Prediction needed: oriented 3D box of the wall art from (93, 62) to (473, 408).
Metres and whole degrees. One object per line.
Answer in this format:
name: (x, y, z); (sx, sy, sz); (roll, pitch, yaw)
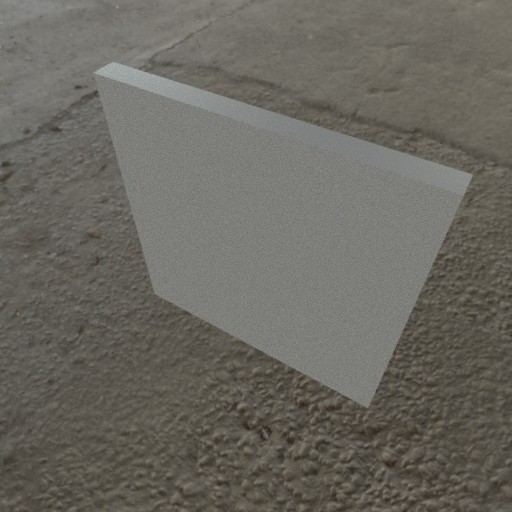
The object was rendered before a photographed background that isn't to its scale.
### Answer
wall art: (0.000, 0.000, 0.509); (0.355, 0.355, 0.027); (24, 52, 20)
